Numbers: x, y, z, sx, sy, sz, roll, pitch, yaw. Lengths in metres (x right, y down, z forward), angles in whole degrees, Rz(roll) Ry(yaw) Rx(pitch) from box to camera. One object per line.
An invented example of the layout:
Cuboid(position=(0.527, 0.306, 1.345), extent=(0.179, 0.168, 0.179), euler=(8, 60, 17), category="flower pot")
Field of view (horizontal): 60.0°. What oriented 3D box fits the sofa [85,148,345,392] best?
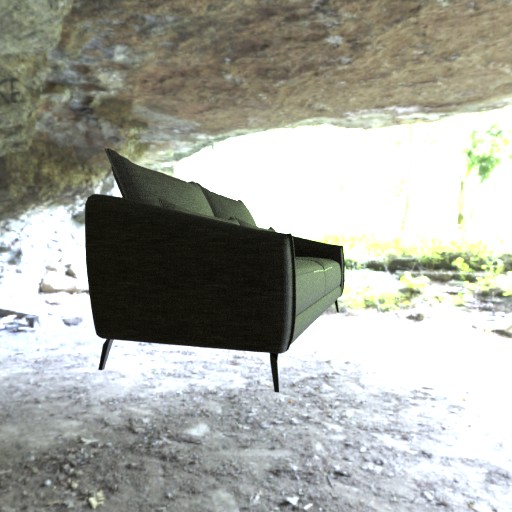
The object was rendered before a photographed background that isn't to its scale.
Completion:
Cuboid(position=(0.000, 0.000, 2.430), extent=(0.807, 0.843, 2.019), euler=(0, 0, 16), category="sofa")
